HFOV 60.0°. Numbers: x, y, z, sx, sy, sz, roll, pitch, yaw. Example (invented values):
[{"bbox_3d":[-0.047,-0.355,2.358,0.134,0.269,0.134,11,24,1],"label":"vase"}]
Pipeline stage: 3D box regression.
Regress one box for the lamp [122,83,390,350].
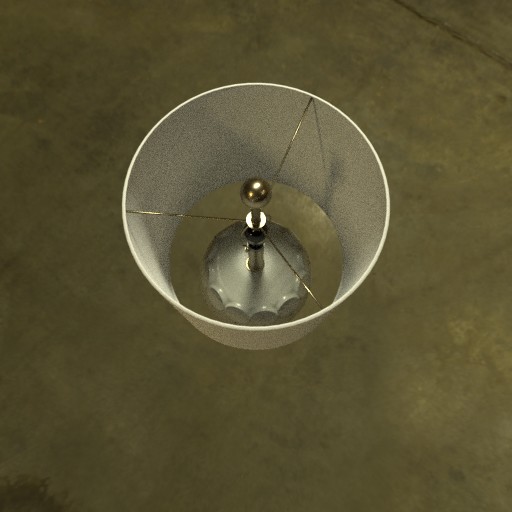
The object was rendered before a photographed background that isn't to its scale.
[{"bbox_3d":[0.000,0.000,0.616,0.254,0.452,0.254,0,74,0],"label":"lamp"}]
